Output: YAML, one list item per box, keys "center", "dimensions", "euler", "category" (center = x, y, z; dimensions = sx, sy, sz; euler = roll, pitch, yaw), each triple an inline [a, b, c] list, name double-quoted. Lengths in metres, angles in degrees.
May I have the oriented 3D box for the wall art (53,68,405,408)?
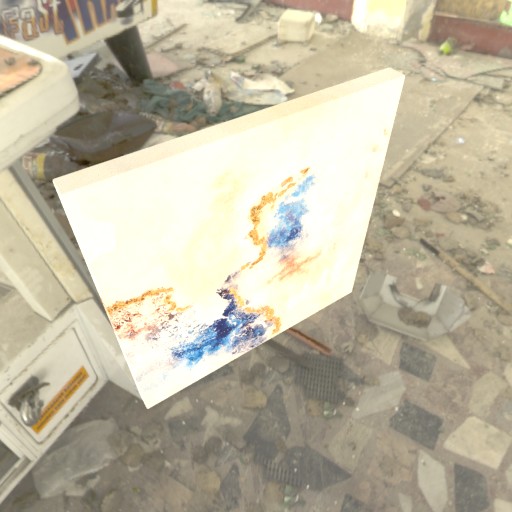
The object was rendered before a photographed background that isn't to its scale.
- center: [0.000, 0.000, 1.567]
  dimensions: [1.061, 1.061, 0.071]
  euler: [-26, 52, -22]
  category: "wall art"
